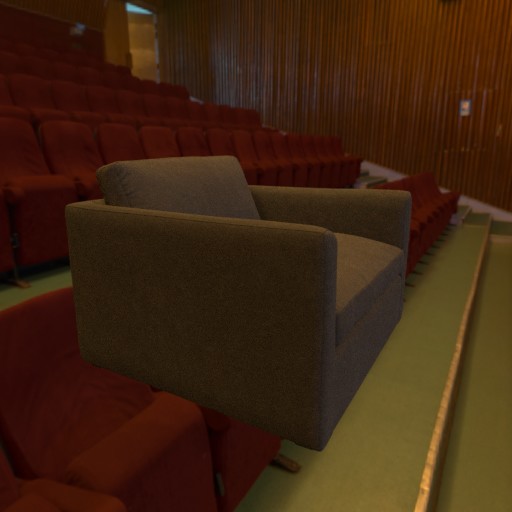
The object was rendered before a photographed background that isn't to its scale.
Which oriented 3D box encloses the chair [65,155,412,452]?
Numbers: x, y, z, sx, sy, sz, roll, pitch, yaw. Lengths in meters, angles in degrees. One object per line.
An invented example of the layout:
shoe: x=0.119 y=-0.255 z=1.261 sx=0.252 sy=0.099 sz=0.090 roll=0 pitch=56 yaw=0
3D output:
chair: x=0.000 y=0.000 z=1.892 sx=1.091 sy=0.845 sz=1.190 roll=7 pitch=16 yaw=27
